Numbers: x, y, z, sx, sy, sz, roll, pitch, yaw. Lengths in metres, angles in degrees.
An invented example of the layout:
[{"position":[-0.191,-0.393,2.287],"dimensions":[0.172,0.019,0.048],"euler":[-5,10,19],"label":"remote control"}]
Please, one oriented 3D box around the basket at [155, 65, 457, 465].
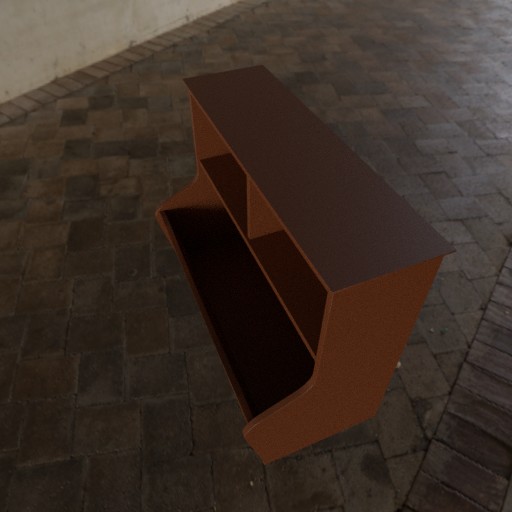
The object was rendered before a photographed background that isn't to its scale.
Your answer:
[{"position":[0.000,0.000,1.149],"dimensions":[0.376,0.625,0.792],"euler":[-17,48,-16],"label":"basket"}]
